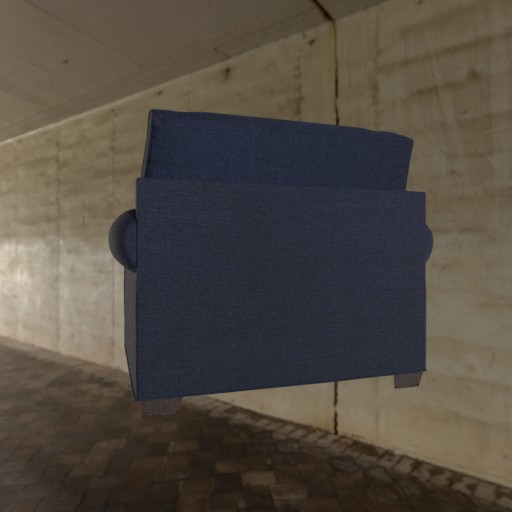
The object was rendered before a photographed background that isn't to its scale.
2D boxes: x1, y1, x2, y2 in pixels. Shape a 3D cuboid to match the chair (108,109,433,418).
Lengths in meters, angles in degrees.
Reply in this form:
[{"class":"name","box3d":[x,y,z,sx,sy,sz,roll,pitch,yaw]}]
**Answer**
[{"class":"chair","box3d":[0.000,0.000,2.035,1.285,1.044,0.963,0,1,-18]}]
